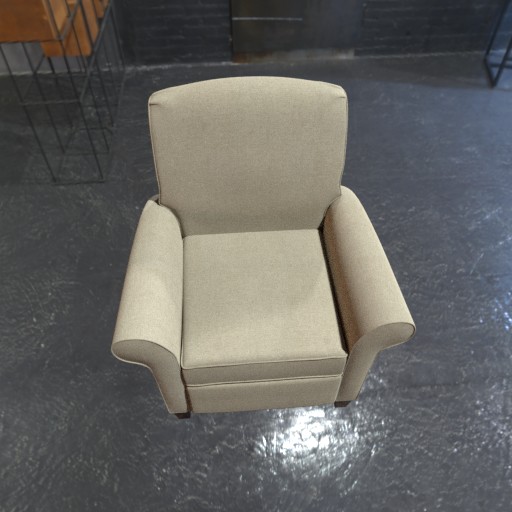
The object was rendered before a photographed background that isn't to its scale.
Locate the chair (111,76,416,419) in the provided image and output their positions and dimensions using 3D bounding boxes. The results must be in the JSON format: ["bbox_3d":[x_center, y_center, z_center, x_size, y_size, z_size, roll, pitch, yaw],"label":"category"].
[{"bbox_3d":[0.000,0.000,1.753,0.978,1.061,0.905,-3,47,-3],"label":"chair"}]
